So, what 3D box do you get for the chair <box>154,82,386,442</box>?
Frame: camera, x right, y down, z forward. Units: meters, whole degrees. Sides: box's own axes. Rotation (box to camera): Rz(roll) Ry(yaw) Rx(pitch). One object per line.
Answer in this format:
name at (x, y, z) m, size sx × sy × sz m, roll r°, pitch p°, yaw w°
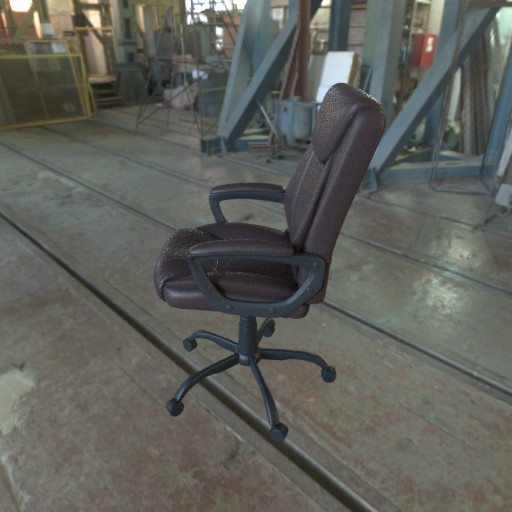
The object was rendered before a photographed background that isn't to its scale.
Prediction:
chair at (0.000, 0.000, 1.493) m, size 0.655 × 1.072 × 0.615 m, roll 0°, pitch 26°, yaw 1°
